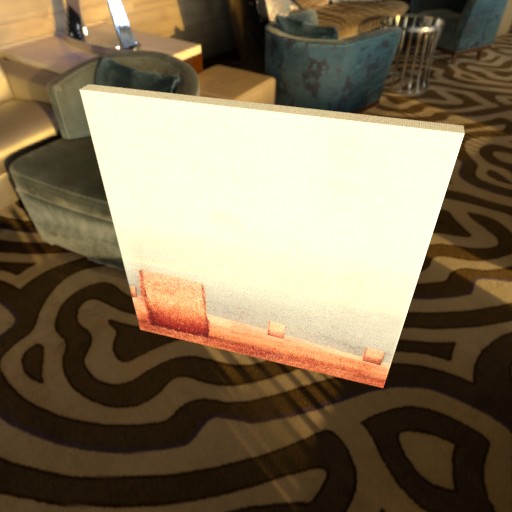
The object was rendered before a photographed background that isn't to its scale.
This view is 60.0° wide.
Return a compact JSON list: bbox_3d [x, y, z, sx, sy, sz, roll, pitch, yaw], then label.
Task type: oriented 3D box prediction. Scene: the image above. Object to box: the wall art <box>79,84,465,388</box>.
[{"bbox_3d":[0.000,0.000,0.878,0.605,0.605,0.034,11,41,13],"label":"wall art"}]
